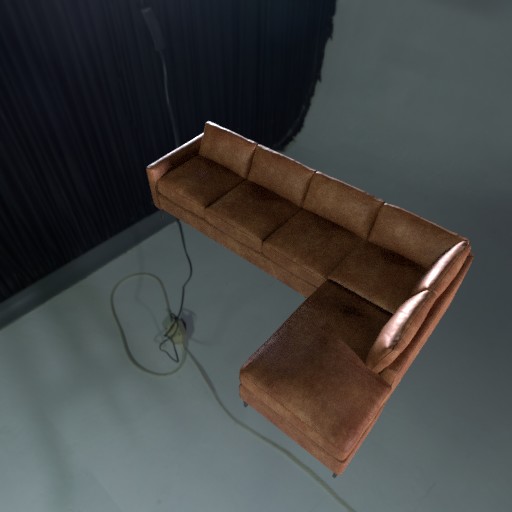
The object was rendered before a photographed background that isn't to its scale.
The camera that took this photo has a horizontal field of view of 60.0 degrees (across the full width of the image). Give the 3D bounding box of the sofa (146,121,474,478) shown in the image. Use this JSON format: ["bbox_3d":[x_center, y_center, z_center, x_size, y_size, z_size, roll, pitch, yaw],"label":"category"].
[{"bbox_3d":[0.000,0.000,3.796,2.984,0.877,1.938,31,54,26],"label":"sofa"}]
